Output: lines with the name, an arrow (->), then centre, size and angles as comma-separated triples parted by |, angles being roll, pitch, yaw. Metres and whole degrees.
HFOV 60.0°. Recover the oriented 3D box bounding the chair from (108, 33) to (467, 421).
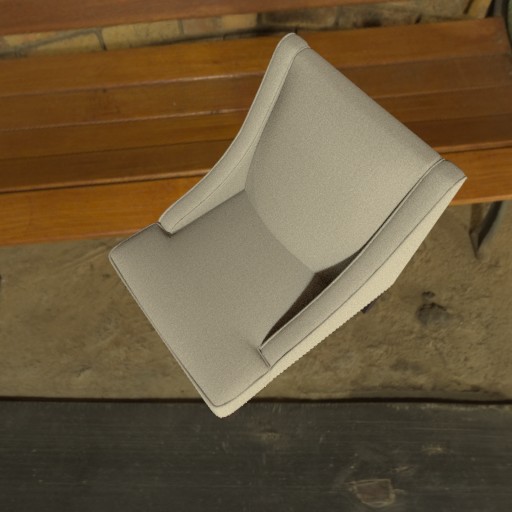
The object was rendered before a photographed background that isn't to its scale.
chair -> 0.000, 0.000, 1.355 | 0.737, 0.864, 0.610 | -34, 68, -16
